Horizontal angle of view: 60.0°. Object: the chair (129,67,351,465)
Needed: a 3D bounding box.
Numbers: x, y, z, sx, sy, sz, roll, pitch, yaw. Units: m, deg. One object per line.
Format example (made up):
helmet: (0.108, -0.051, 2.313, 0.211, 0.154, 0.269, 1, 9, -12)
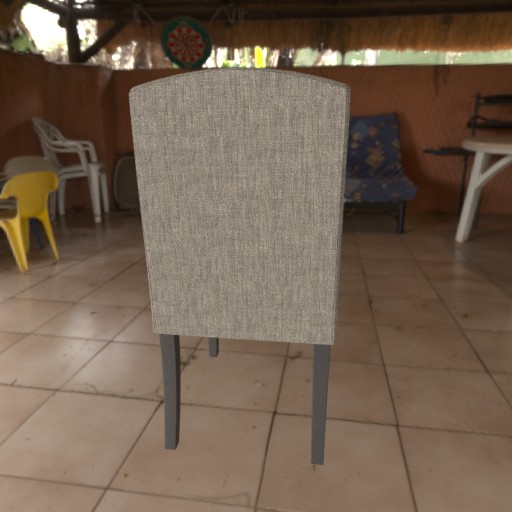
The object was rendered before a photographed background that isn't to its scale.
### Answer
chair: (0.000, 0.000, 1.246, 0.451, 0.917, 0.580, 2, 16, 8)
